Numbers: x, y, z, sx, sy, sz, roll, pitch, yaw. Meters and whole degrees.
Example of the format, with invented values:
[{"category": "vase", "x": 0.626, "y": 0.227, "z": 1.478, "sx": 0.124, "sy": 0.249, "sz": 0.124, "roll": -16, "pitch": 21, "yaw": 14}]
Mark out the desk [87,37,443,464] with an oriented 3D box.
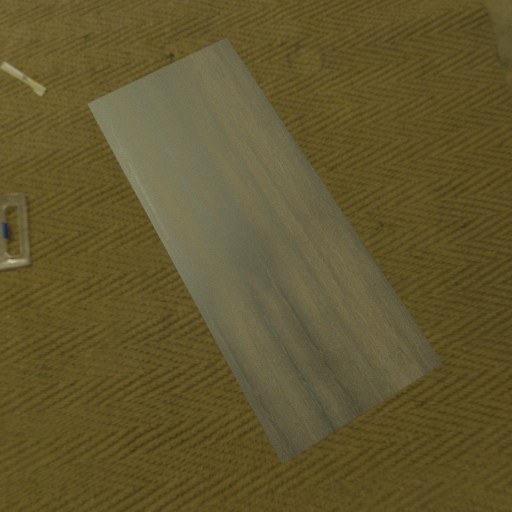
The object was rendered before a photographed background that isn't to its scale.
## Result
[{"category": "desk", "x": 0.000, "y": 0.000, "z": 1.582, "sx": 0.511, "sy": 0.752, "sz": 1.134, "roll": -29, "pitch": 77, "yaw": -7}]
